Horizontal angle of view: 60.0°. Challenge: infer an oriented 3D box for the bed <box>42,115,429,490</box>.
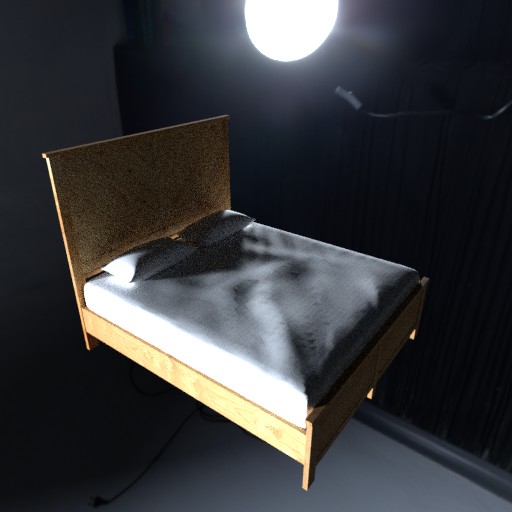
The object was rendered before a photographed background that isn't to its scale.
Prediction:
[{"bbox_3d":[0.000,0.000,3.511,2.201,1.686,1.936,19,32,32],"label":"bed"}]
